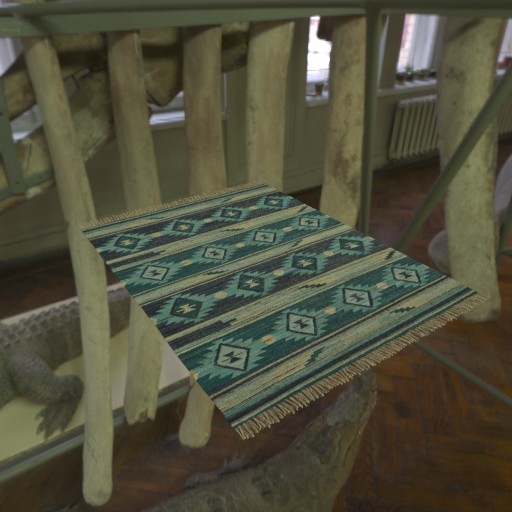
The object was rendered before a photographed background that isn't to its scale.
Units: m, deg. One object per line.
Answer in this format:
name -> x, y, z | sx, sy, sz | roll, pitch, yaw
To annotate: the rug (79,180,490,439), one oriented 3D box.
rug -> 0.000, 0.000, 4.205 | 2.418, 0.047, 3.307 | -19, 35, -29
